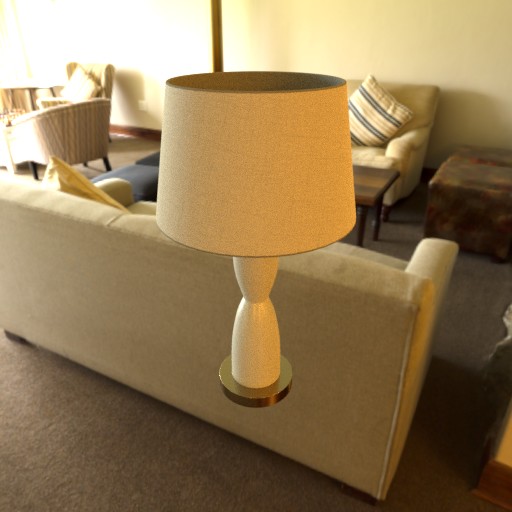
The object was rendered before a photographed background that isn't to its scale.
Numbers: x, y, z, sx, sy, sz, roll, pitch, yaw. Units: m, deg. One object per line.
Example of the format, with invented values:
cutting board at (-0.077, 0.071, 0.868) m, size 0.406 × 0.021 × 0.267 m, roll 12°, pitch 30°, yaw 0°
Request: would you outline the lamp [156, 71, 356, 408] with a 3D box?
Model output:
lamp at (0.000, 0.000, 0.733) m, size 0.309 × 0.545 × 0.309 m, roll 0°, pitch 28°, yaw 0°
